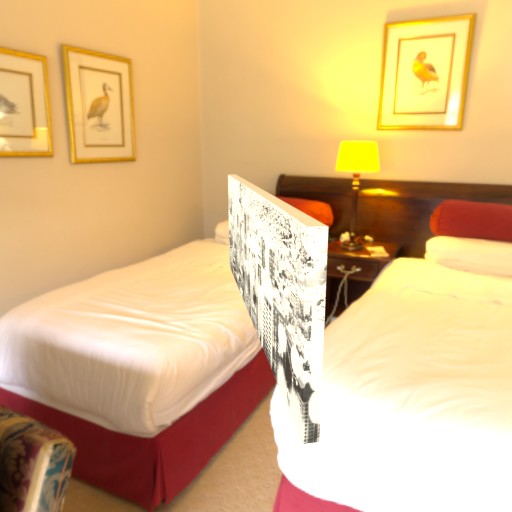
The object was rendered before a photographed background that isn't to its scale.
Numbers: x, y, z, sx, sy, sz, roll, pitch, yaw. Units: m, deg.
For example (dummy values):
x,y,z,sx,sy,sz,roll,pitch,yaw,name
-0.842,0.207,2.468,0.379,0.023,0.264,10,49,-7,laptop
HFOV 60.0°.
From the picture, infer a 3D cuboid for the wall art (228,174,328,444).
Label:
x,y,z,sx,sy,sz,roll,pitch,yaw,name
0.000,0.000,1.684,0.044,0.507,1.520,-2,15,-9,wall art
